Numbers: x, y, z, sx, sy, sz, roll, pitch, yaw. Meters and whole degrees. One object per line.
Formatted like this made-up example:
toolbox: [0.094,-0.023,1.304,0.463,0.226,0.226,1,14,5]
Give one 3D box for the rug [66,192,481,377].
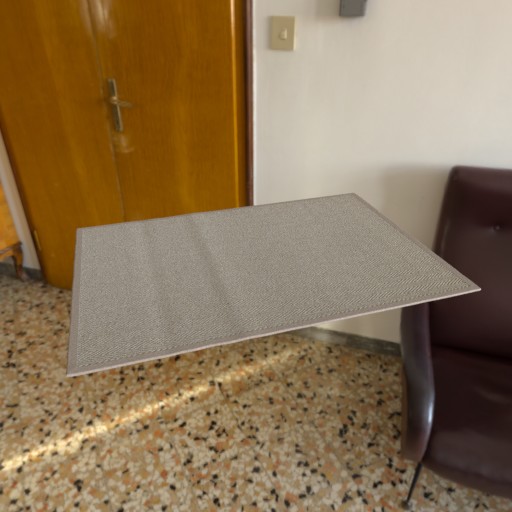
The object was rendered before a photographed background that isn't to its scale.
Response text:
rug: [0.000,0.000,2.931,2.290,0.021,1.540,-9,32,-15]
